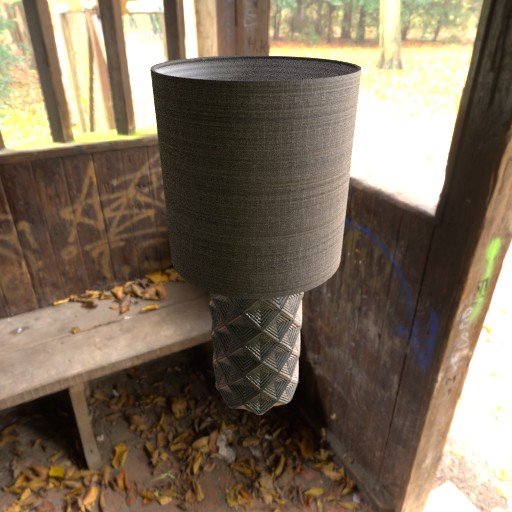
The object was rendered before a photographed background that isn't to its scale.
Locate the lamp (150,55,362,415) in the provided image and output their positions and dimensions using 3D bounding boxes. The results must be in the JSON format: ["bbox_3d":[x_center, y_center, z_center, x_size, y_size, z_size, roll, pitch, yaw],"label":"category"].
[{"bbox_3d":[0.000,0.000,0.713,0.268,0.566,0.269,18,34,28],"label":"lamp"}]
